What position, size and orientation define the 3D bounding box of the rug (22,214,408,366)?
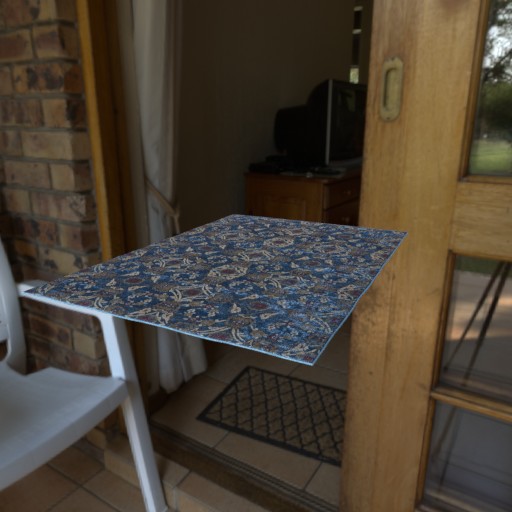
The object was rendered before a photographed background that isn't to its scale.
[{"bbox_3d":[0.000,0.000,2.870,1.567,0.014,2.207,8,19,25],"label":"rug"}]
